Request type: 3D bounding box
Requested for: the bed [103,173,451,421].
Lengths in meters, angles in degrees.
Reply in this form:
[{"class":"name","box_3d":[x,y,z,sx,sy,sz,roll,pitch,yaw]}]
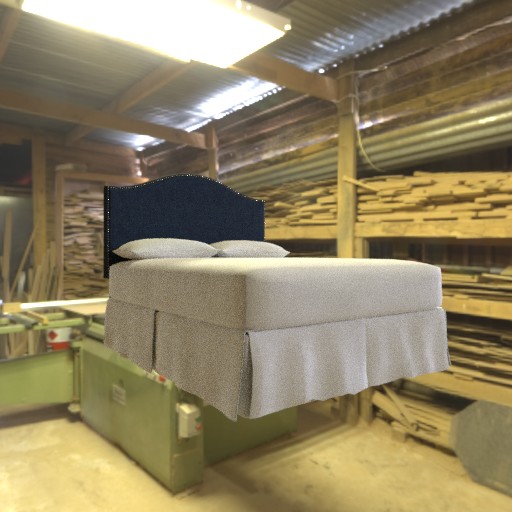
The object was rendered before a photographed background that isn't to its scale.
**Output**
[{"class":"bed","box_3d":[0.000,0.000,3.280,1.713,1.518,2.153,0,0,-36]}]
